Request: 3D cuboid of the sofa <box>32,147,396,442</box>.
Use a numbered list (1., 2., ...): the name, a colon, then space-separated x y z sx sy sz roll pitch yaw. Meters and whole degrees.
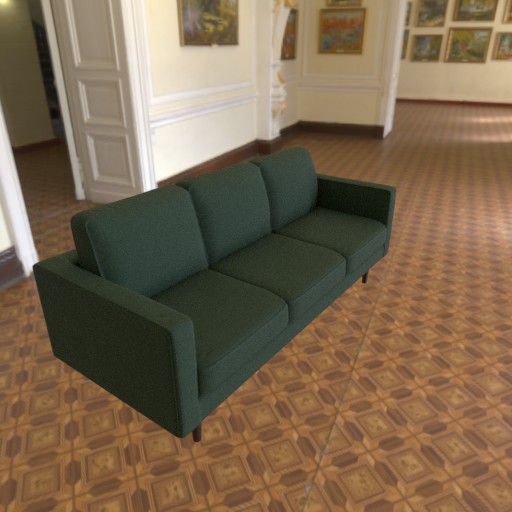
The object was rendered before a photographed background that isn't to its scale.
1. sofa: 0.000 0.000 2.478 0.879 0.899 2.029 18 31 32
